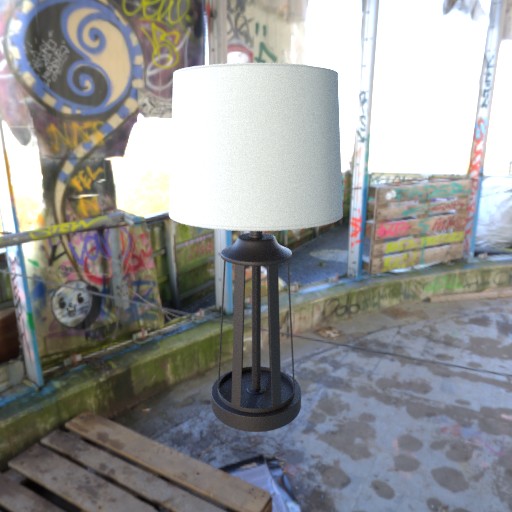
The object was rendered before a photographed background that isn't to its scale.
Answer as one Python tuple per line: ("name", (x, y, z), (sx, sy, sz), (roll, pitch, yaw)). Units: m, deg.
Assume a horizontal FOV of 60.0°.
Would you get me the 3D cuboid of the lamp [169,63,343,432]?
("lamp", (0.000, 0.000, 0.669), (0.251, 0.509, 0.251), (0, 16, 0))
